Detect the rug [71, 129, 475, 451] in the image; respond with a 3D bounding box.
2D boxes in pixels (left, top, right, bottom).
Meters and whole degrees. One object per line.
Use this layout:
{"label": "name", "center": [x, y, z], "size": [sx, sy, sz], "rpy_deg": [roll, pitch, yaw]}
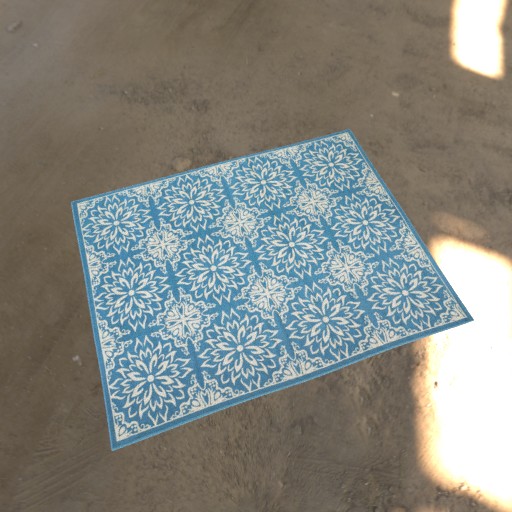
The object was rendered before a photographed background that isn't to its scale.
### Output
{"label": "rug", "center": [0.000, 0.000, 3.936], "size": [2.964, 0.018, 2.350], "rpy_deg": [-17, 60, -10]}
